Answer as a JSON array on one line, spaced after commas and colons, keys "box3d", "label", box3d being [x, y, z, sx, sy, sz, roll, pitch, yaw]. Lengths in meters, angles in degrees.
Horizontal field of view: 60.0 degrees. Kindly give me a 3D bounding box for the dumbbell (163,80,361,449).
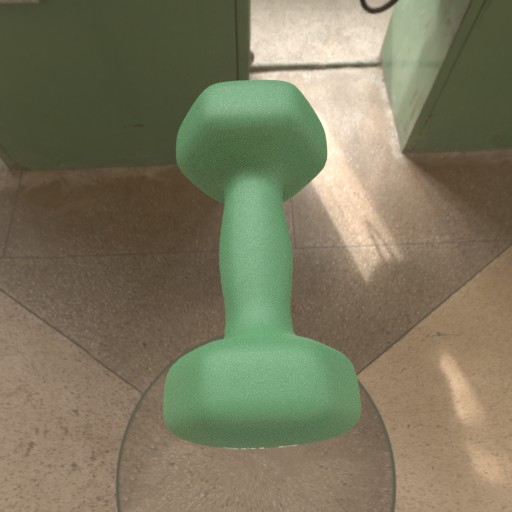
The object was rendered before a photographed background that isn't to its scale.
[{"box3d": [0.000, 0.000, 0.322, 0.126, 0.114, 0.257, -1, 65, -1], "label": "dumbbell"}]
